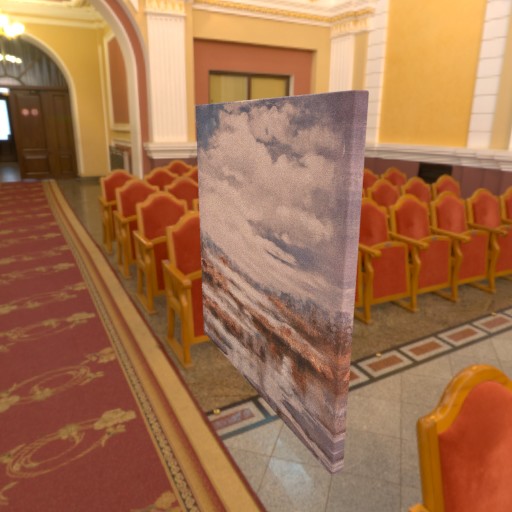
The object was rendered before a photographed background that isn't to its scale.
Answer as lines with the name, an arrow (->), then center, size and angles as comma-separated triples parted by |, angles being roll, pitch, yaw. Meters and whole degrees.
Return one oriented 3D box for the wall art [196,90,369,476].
wall art -> 0.000, 0.000, 1.536 | 0.040, 1.020, 1.010 | -8, 19, -26
